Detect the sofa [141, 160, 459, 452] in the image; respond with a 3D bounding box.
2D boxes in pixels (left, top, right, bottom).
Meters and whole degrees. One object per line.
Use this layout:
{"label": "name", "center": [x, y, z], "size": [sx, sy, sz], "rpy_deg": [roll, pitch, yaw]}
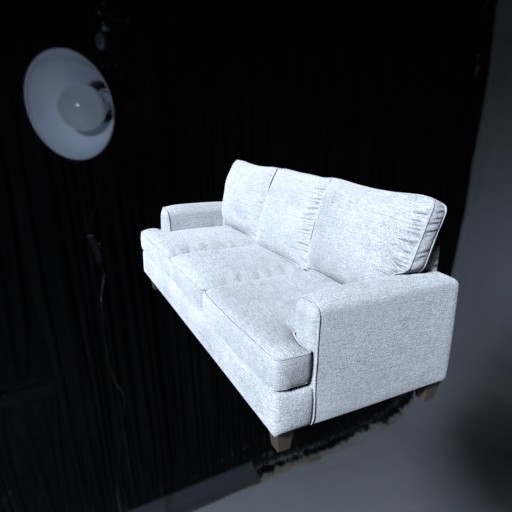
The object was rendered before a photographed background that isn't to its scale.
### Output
{"label": "sofa", "center": [0.000, 0.000, 2.653], "size": [0.951, 0.965, 2.158], "rpy_deg": [-8, 19, -25]}
